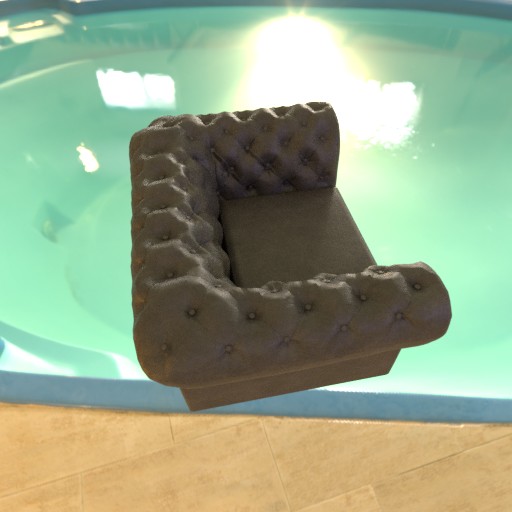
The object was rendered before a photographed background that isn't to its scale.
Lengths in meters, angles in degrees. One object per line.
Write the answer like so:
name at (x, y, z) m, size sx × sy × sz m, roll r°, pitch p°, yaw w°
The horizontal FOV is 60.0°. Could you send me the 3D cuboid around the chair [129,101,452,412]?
chair at (0.000, 0.000, 1.870) m, size 0.943 × 0.780 × 1.298 m, roll -8°, pitch 48°, yaw -8°
